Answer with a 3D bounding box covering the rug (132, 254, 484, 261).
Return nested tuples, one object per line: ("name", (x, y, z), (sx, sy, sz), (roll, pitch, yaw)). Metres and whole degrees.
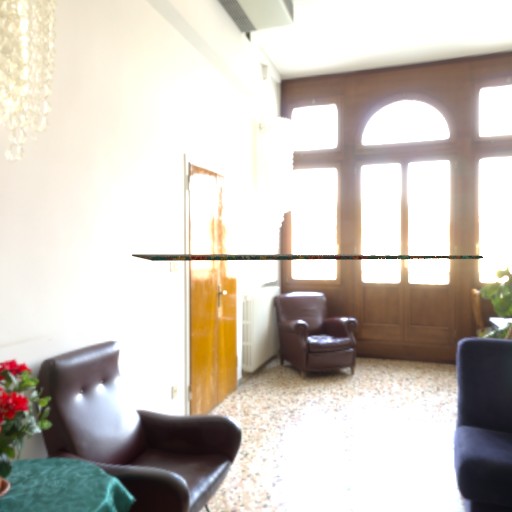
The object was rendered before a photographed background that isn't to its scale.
("rug", (0.000, 0.000, 2.347), (1.216, 0.014, 1.836), (0, 0, -17))
